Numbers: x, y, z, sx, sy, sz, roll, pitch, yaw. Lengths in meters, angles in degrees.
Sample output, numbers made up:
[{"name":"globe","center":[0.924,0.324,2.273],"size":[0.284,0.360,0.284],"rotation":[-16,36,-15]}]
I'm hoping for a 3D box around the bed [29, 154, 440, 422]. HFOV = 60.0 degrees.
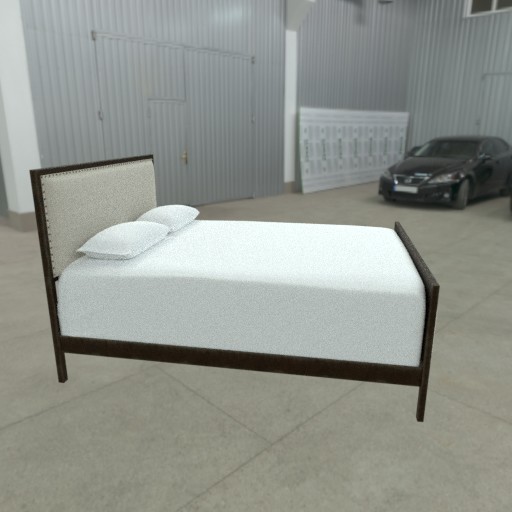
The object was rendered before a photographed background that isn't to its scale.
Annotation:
[{"name":"bed","center":[0.000,0.000,3.163],"size":[2.221,1.313,1.607],"rotation":[3,16,10]}]
